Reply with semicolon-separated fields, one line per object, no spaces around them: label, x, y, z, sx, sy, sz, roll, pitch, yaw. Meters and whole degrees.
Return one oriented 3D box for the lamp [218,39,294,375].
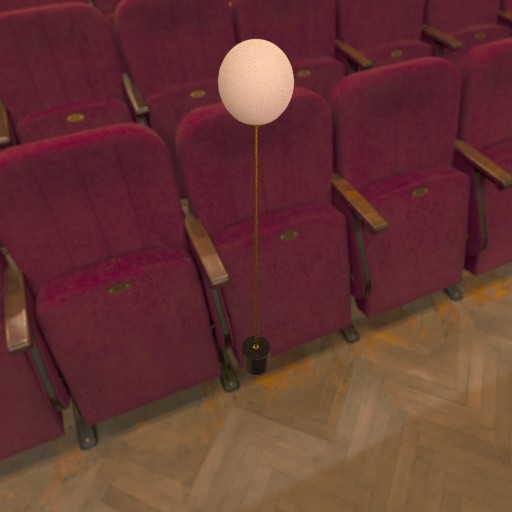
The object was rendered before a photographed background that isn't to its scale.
lamp;0.000;0.000;1.885;0.229;1.748;0.229;-17;48;-16
